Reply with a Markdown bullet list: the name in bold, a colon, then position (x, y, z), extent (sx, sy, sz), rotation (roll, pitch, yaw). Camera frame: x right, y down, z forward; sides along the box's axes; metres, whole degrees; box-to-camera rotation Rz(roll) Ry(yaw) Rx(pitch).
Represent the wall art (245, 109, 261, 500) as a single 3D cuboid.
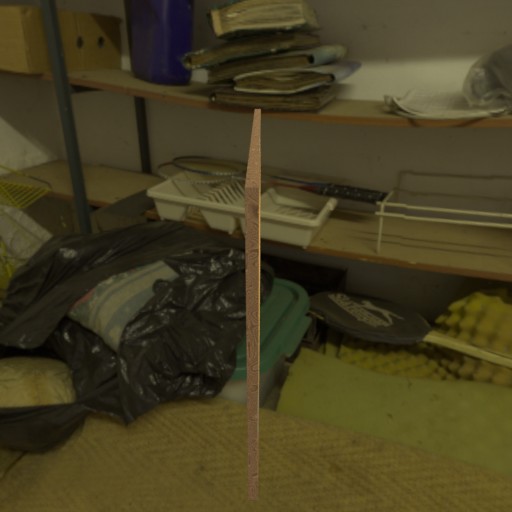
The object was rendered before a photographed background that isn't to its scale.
- **wall art**: position (0.000, 0.000, 1.151), extent (0.019, 0.626, 0.917), rotation (0, 25, 1)
